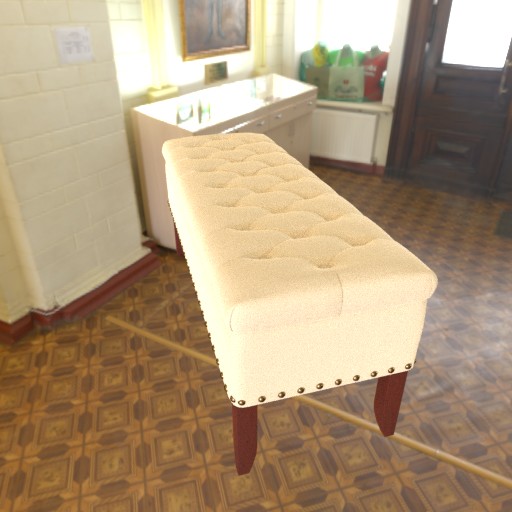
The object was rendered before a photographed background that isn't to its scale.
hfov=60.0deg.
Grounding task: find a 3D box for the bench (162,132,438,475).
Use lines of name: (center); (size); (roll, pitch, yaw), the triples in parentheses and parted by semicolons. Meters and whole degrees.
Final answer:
bench: (0.000, 0.000, 1.282); (0.400, 0.470, 1.054); (-8, 30, -14)
